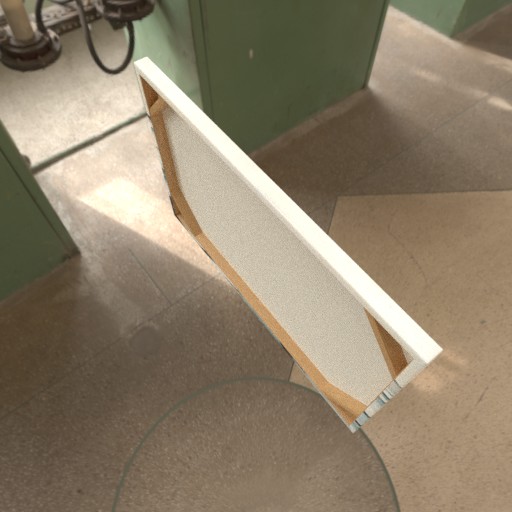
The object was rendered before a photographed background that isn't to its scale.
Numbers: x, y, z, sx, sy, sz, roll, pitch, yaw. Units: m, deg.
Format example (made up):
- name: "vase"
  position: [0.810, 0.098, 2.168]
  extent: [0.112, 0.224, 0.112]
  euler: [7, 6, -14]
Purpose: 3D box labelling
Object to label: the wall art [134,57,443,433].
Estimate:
- name: "wall art"
  position: [0.000, 0.000, 1.128]
  extent: [0.039, 0.609, 0.914]
  euler: [-33, 64, -18]
